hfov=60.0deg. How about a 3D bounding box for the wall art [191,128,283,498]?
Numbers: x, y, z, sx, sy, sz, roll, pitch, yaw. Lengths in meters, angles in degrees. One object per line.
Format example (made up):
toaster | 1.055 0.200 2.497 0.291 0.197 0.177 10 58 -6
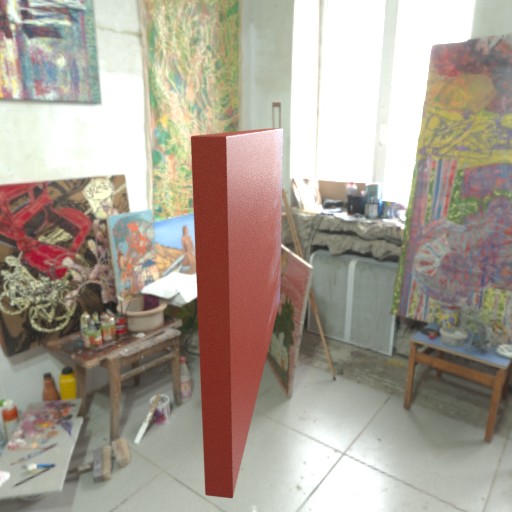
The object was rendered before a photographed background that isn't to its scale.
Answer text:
wall art | 0.000 0.000 0.744 0.033 0.405 0.607 2 17 8
